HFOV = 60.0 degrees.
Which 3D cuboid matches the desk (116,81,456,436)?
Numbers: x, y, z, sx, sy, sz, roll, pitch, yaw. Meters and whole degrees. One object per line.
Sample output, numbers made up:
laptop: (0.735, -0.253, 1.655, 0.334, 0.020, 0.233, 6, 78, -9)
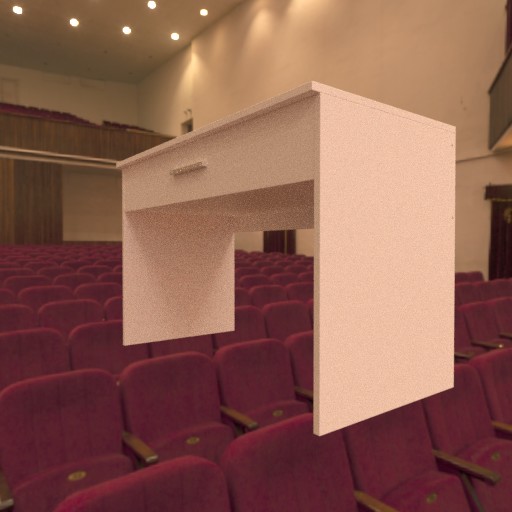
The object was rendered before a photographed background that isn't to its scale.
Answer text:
desk: (0.000, 0.000, 1.507, 0.560, 0.730, 1.100, -1, 1, -38)
